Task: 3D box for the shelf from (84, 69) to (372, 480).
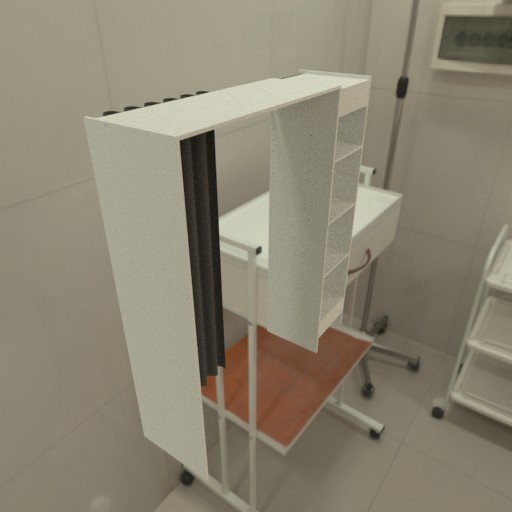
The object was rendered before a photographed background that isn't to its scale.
[{"bbox_3d":[0.000,0.000,2.565,0.500,1.810,1.600,20,35,30],"label":"shelf"}]
